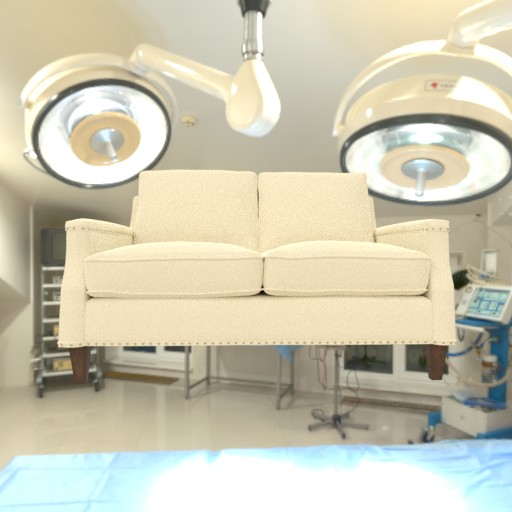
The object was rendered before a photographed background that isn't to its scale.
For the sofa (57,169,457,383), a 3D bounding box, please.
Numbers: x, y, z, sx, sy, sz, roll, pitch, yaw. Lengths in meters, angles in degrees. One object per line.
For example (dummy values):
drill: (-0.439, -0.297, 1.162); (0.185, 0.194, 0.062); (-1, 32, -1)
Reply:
sofa: (0.000, 0.000, 2.270); (1.597, 1.003, 1.084); (0, 0, -2)
